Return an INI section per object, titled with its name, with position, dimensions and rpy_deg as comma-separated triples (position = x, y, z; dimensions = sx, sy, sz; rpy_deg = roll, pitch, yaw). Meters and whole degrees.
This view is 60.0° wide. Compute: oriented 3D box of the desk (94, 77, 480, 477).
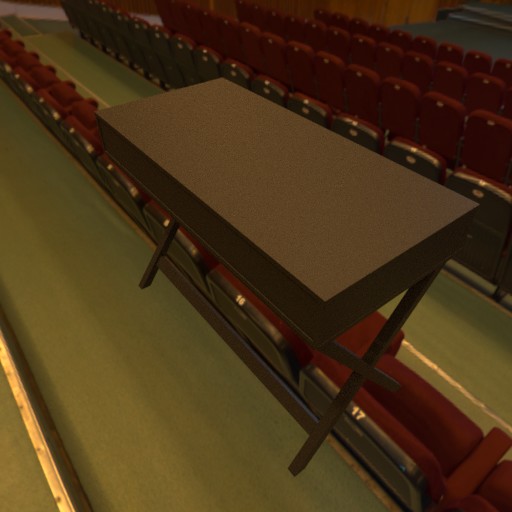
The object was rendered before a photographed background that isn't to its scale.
[desk]
position = 0.000, 0.000, 1.490
dimensions = 0.504, 0.780, 1.057
rpy_deg = -27, 48, -28
